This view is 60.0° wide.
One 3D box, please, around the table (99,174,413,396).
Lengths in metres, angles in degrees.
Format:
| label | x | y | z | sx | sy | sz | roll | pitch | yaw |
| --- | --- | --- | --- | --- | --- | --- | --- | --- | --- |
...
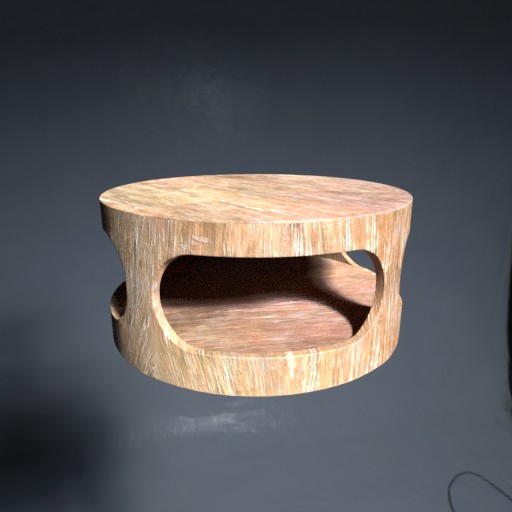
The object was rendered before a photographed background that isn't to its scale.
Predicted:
| label | x | y | z | sx | sy | sz | roll | pitch | yaw |
| --- | --- | --- | --- | --- | --- | --- | --- | --- | --- |
| table | 0.000 | 0.000 | 1.519 | 0.974 | 0.450 | 0.974 | 0 | 17 | 0 |
